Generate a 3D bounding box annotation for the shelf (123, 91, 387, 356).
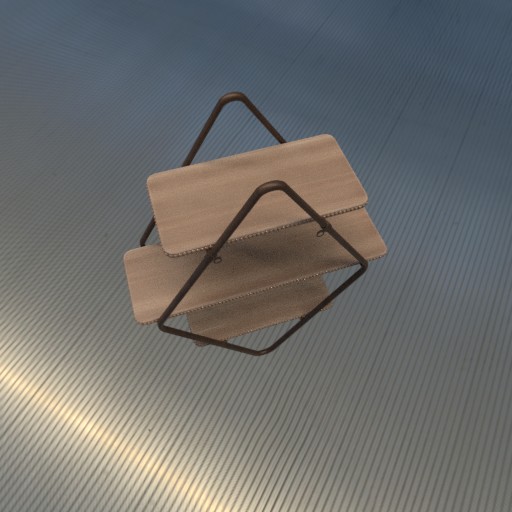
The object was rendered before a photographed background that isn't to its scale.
[{"bbox_3d":[0.000,0.000,1.062,0.609,0.774,0.234,-15,60,-9],"label":"shelf"}]
